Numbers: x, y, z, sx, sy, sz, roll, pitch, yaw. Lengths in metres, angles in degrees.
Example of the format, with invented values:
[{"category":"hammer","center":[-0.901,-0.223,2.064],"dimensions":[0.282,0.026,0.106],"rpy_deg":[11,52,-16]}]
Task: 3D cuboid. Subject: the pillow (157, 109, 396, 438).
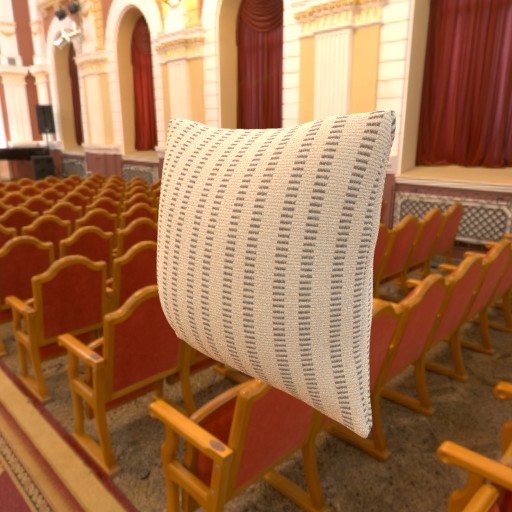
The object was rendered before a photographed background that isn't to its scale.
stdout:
[{"category":"pillow","center":[0.000,0.000,0.687],"dimensions":[0.247,0.419,0.438],"rpy_deg":[-14,21,-42]}]
